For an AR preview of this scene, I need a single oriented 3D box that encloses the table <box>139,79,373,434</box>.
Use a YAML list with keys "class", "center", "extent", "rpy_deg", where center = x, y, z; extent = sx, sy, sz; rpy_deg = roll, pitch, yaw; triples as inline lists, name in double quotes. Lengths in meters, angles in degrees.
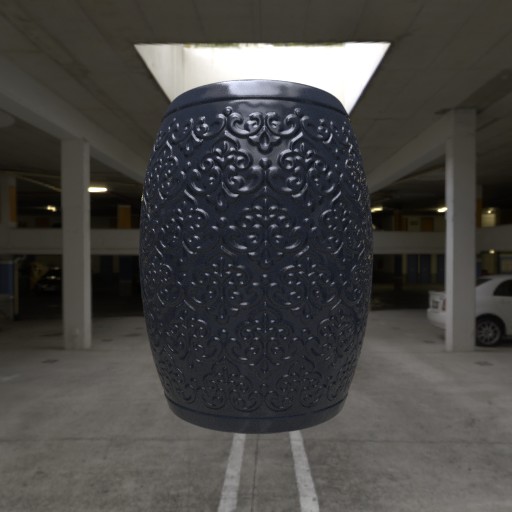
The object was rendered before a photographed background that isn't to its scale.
- class: "table"
  center: [0.000, 0.000, 0.605]
  extent: [0.309, 0.397, 0.309]
  rpy_deg: [0, 1, 0]
